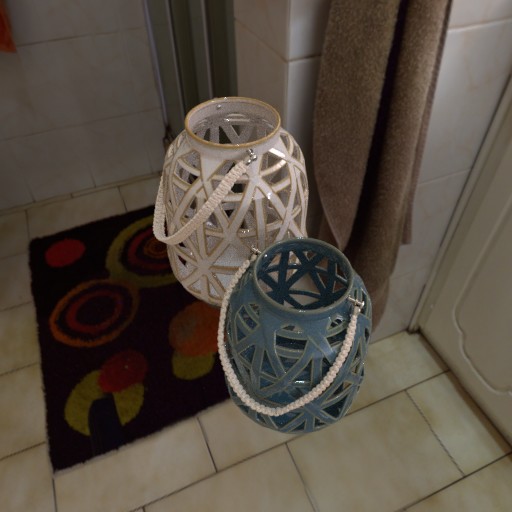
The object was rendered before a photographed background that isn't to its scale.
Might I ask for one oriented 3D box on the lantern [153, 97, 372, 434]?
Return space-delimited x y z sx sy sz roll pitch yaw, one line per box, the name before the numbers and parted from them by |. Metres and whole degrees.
lantern | 0.000 0.000 0.620 0.245 0.307 0.439 -16 48 -14
